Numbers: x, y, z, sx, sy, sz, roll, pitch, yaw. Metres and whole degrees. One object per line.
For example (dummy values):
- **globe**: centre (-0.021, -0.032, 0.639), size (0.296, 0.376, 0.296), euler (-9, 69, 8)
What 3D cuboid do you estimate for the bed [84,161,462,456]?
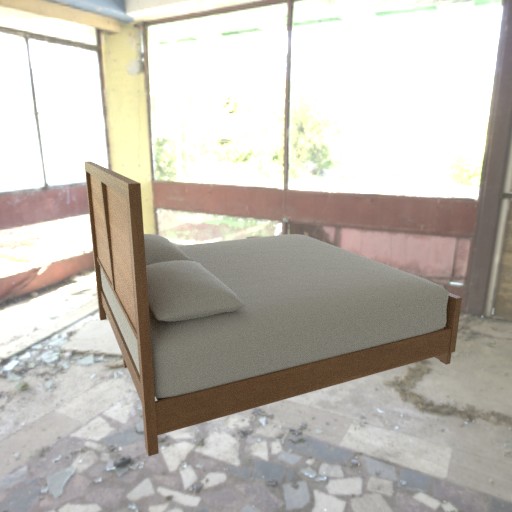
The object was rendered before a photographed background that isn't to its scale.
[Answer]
- **bed**: centre (0.000, 0.000, 3.420), size (2.184, 1.387, 2.003), euler (-7, 17, -25)
